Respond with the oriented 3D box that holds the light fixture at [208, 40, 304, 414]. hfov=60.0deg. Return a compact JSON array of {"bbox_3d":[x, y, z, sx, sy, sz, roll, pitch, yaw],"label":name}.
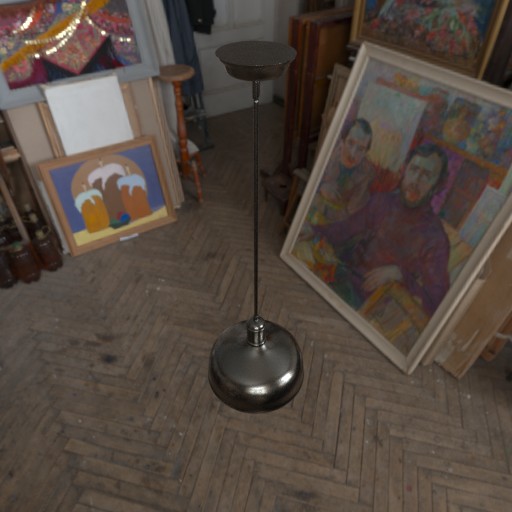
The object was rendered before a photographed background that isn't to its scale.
[{"bbox_3d":[0.000,0.000,1.076,0.299,0.935,0.299,14,43,15],"label":"light fixture"}]
